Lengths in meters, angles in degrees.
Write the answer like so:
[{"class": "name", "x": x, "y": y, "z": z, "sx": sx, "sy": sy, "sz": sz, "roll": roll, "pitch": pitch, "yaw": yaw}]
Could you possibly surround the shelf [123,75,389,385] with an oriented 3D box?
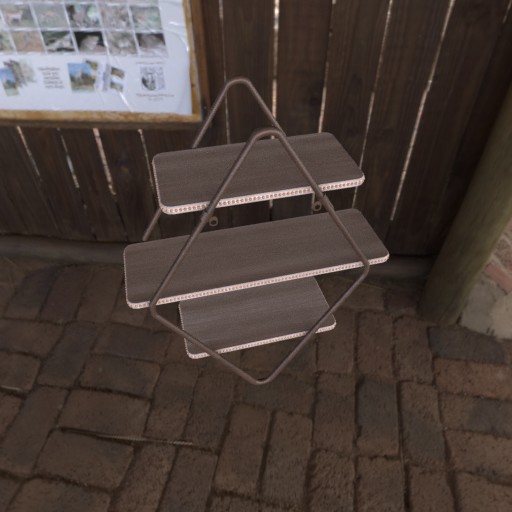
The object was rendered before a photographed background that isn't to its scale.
[{"class": "shelf", "x": 0.000, "y": 0.000, "z": 1.057, "sx": 0.609, "sy": 0.774, "sz": 0.234, "roll": -10, "pitch": 44, "yaw": -10}]
